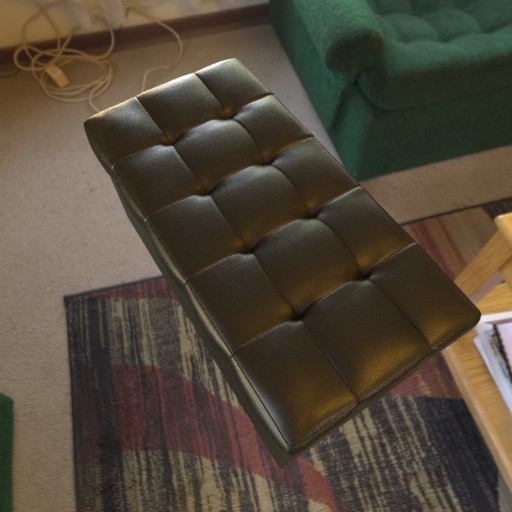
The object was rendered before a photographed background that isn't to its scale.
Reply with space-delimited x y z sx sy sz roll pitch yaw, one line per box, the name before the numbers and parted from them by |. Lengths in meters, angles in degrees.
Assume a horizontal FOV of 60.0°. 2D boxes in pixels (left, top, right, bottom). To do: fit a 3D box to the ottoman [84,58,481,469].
ottoman | 0.000 0.000 1.062 0.432 0.470 0.838 -29 64 -16
